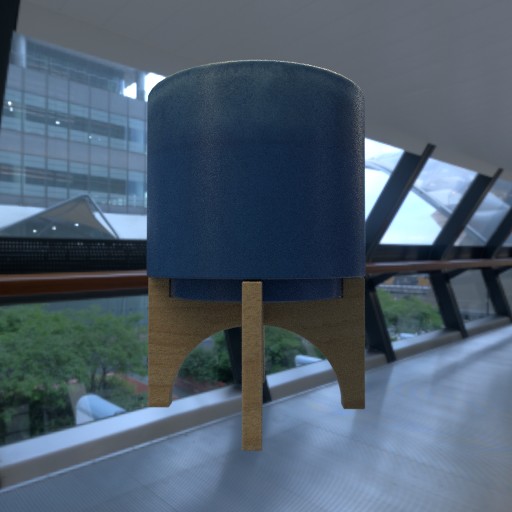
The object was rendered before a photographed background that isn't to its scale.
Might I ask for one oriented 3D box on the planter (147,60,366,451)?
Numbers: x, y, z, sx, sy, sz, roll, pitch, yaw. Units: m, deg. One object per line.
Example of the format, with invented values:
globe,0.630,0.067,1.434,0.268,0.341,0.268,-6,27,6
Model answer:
planter,0.000,0.000,0.545,0.261,0.367,0.261,0,-1,0
